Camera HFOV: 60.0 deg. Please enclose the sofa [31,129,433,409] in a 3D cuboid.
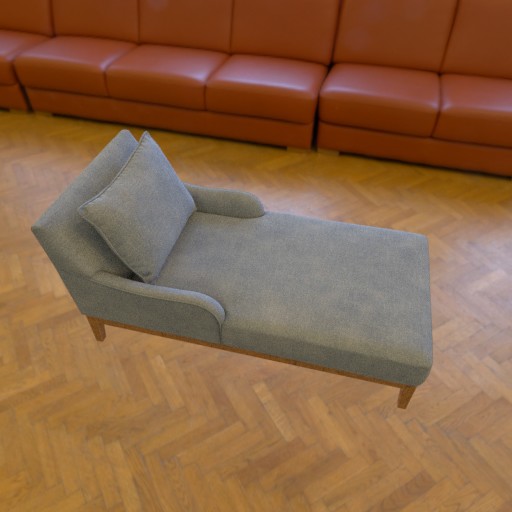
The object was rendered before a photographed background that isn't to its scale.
[{"bbox_3d":[0.000,0.000,2.304,1.779,0.883,0.904,10,45,10],"label":"sofa"}]
